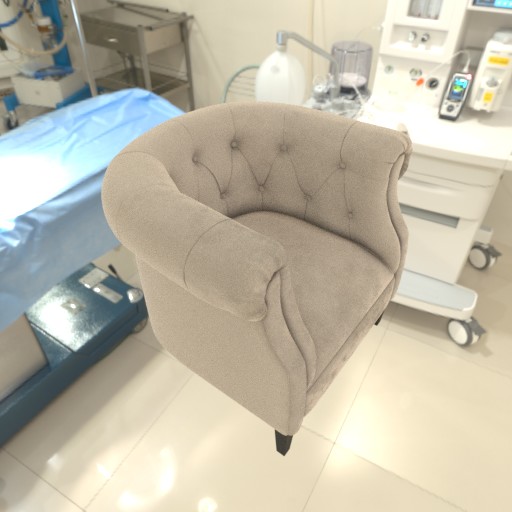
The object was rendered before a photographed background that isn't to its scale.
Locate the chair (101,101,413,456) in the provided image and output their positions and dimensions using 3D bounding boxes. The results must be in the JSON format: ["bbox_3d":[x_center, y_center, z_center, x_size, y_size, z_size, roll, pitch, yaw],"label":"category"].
[{"bbox_3d":[0.000,0.000,1.568,0.851,0.826,0.904,26,47,27],"label":"chair"}]
